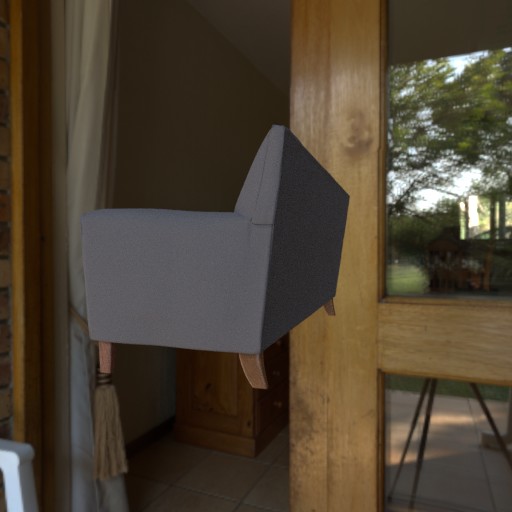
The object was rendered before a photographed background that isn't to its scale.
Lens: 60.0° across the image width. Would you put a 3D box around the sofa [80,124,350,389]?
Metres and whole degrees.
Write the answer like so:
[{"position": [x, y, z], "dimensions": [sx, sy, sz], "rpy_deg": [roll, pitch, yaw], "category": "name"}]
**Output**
[{"position": [0.000, 0.000, 2.507], "dimensions": [0.843, 0.907, 2.002], "rpy_deg": [0, 1, 18], "category": "sofa"}]
